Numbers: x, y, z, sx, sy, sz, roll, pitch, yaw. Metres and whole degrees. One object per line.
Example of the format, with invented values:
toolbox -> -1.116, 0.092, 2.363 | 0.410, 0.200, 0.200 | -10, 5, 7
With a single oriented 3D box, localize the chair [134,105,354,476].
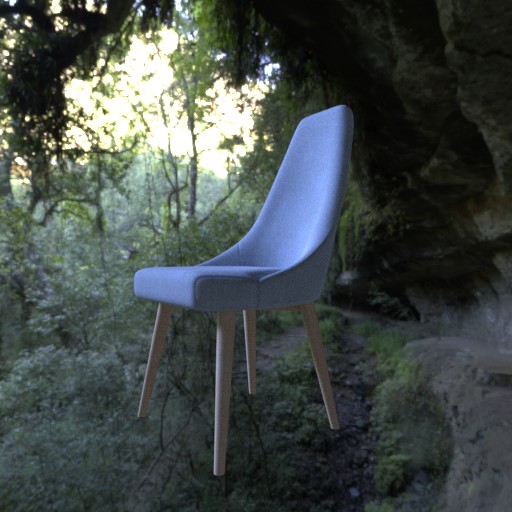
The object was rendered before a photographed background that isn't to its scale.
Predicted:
chair -> 0.000, 0.000, 1.406 | 0.660, 1.040, 0.510 | 0, 0, -37
